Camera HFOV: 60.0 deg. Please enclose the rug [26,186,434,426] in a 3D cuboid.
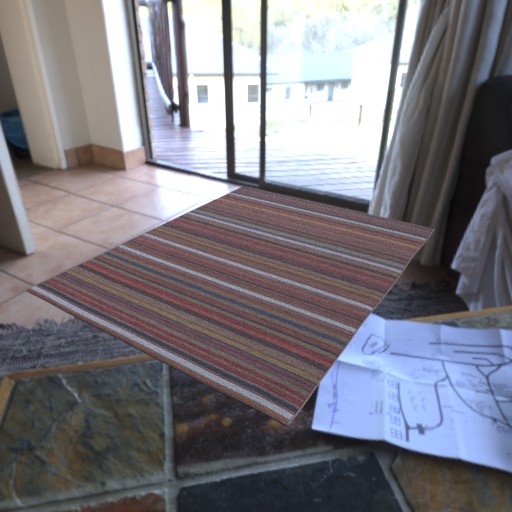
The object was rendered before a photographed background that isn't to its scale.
[{"bbox_3d":[0.000,0.000,4.132,2.479,0.023,3.092,18,33,30],"label":"rug"}]
